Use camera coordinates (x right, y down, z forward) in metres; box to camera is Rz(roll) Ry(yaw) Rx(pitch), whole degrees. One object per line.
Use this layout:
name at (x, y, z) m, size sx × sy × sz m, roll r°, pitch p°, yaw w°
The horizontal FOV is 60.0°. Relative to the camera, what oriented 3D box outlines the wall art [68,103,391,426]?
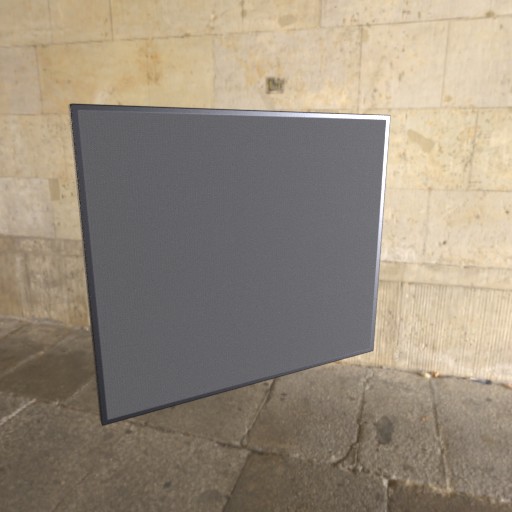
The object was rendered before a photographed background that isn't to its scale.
wall art at (0.000, 0.000, 0.720) m, size 0.521 × 0.450 × 0.018 m, roll -7°, pitch 16°, yaw -27°
